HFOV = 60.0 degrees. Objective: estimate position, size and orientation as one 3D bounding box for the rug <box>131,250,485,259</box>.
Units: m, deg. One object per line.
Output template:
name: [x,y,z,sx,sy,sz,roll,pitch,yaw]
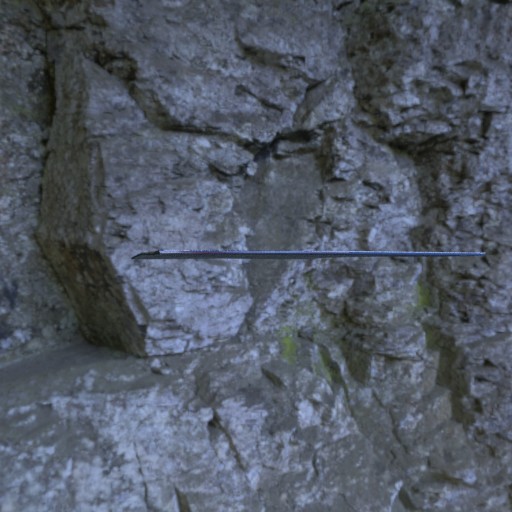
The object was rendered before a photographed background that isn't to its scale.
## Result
rug: [0.000,0.000,2.264,1.159,0.025,1.793,0,-1,-18]
